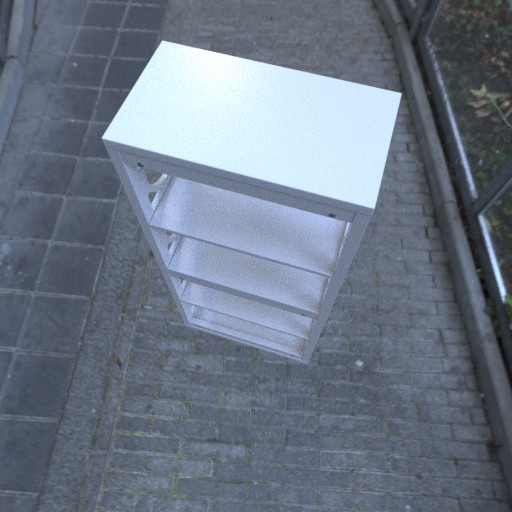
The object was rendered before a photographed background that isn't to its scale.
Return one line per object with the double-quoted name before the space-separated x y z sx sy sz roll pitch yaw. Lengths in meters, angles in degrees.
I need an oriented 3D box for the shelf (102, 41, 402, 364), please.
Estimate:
"shelf" 0.000 0.000 1.637 0.611 1.411 0.340 16 64 8
